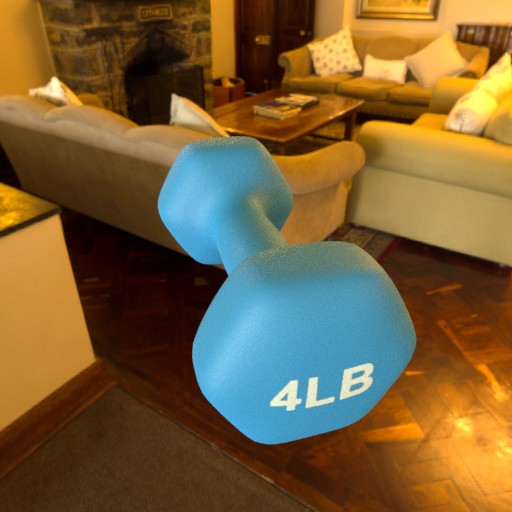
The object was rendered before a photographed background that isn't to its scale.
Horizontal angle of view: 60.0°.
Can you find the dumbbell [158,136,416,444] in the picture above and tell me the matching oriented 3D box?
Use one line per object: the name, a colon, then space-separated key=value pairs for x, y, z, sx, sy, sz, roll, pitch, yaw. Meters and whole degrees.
dumbbell: x=0.000 y=0.000 z=0.191 sx=0.074 sy=0.066 sz=0.152 roll=-8 pitch=32 yaw=-13
